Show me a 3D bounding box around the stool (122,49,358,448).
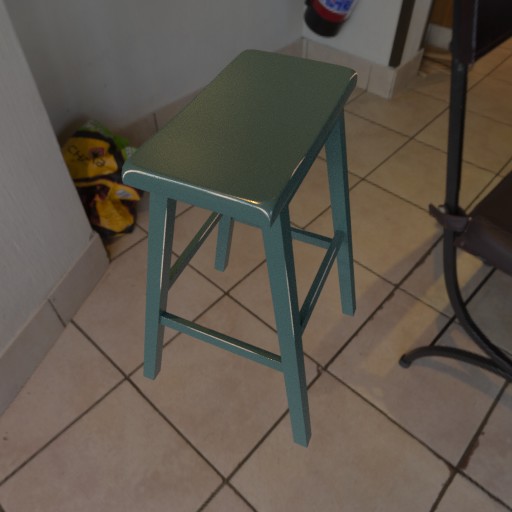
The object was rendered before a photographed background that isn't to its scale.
[{"bbox_3d":[0.000,0.000,1.023,0.476,0.737,0.457,18,50,16],"label":"stool"}]
